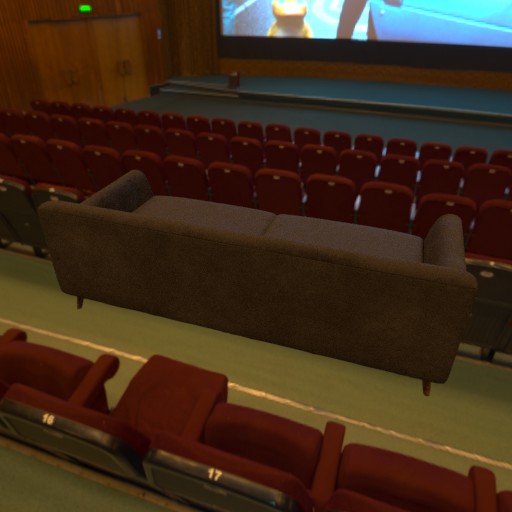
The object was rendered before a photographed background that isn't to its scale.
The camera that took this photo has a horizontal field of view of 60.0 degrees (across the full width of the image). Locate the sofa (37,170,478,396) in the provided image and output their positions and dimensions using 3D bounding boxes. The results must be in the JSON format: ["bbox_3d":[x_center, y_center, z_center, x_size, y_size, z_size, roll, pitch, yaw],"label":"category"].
[{"bbox_3d":[0.000,0.000,2.597,2.190,0.740,0.900,11,34,16],"label":"sofa"}]
